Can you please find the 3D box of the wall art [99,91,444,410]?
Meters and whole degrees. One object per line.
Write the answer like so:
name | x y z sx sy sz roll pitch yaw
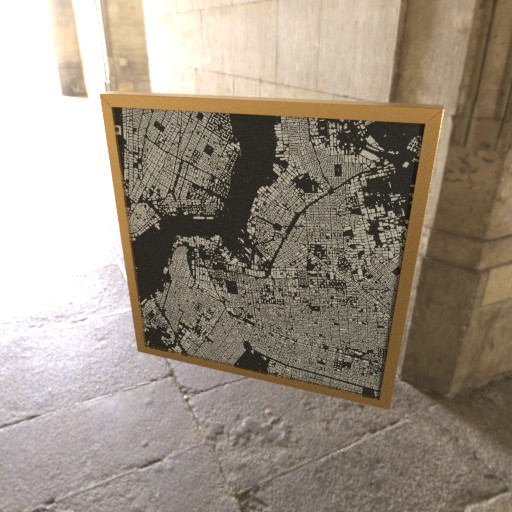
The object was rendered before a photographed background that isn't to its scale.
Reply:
wall art | 0.000 0.000 0.453 0.305 0.305 0.023 8 28 16
